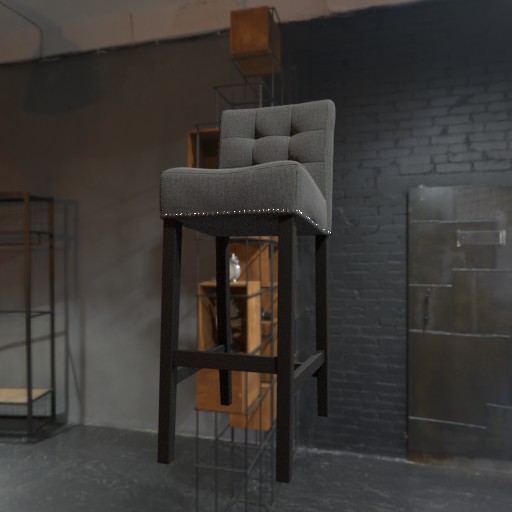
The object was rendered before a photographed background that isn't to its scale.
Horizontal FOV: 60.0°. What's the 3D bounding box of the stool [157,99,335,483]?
[{"bbox_3d":[0.000,0.000,1.325,0.411,1.047,0.548,0,0,18],"label":"stool"}]
